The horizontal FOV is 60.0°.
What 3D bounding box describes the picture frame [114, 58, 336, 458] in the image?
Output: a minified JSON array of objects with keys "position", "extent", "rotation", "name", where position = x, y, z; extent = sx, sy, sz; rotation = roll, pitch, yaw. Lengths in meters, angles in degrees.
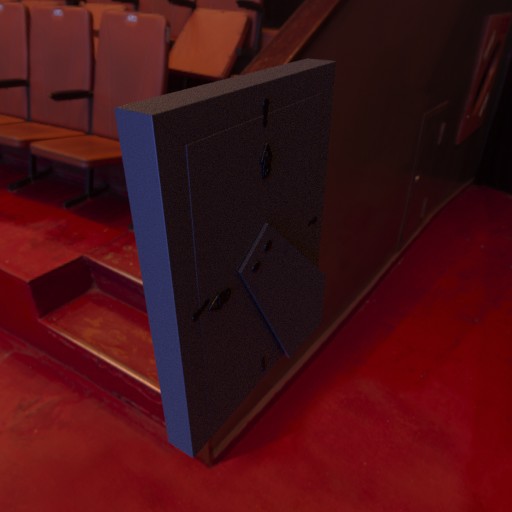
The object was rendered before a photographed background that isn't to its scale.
[{"position":[0.000,0.000,0.277],"extent":[0.028,0.208,0.157],"rotation":[20,37,28],"name":"picture frame"}]
